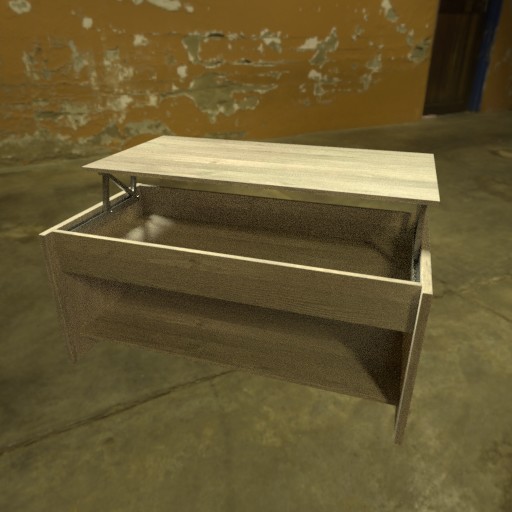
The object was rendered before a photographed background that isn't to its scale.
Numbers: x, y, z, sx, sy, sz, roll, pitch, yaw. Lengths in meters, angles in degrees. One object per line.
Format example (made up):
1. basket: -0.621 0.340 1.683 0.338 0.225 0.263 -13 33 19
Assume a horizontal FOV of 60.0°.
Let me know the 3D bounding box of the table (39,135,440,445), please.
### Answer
1. table: 0.000 0.000 1.423 1.000 0.570 0.712 8 27 16
